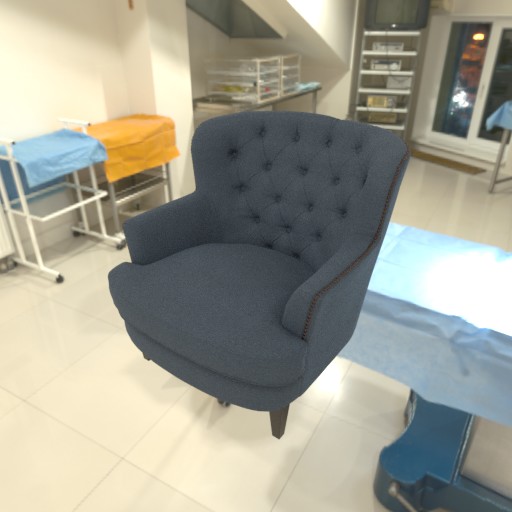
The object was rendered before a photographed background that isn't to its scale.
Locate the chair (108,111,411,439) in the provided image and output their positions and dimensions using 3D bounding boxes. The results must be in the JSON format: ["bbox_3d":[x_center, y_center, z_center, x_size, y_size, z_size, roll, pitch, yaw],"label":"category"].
[{"bbox_3d":[0.000,0.000,1.606,0.848,0.868,0.906,19,34,31],"label":"chair"}]
